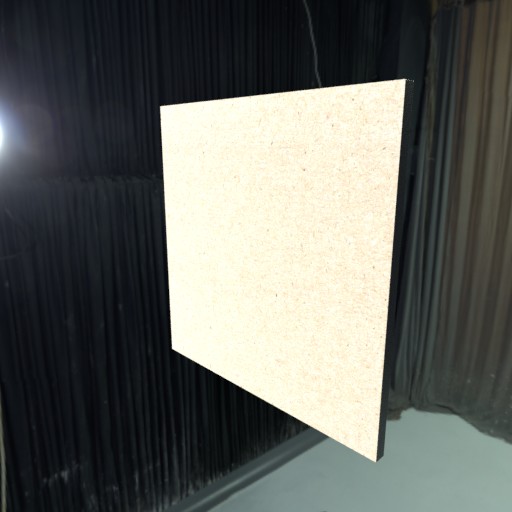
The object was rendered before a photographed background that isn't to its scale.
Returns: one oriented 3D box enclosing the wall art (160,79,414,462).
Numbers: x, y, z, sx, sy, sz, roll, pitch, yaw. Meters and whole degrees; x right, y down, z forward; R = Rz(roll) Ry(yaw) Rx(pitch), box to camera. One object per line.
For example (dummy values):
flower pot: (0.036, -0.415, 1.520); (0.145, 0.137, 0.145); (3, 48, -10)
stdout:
wall art: (0.000, 0.000, 1.140); (0.031, 0.775, 0.773); (-13, 19, -43)
